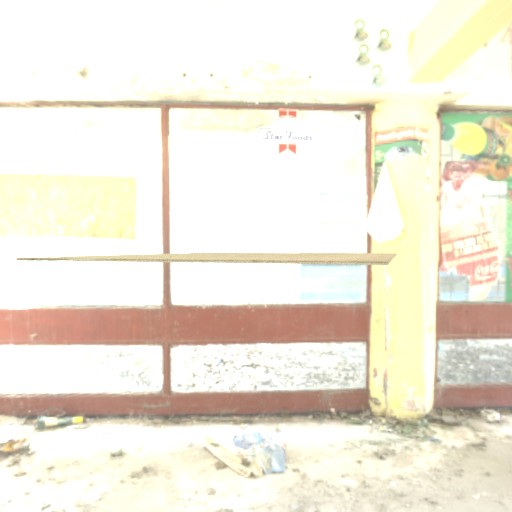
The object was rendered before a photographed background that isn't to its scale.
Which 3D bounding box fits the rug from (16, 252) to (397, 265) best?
[{"bbox_3d":[0.000,0.000,4.060,2.420,0.019,3.038,0,1,18],"label":"rug"}]
